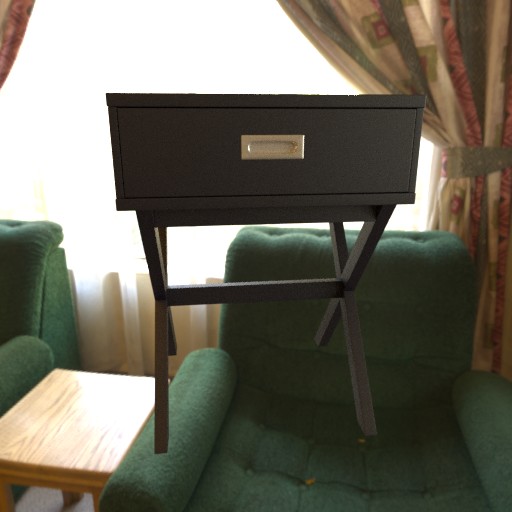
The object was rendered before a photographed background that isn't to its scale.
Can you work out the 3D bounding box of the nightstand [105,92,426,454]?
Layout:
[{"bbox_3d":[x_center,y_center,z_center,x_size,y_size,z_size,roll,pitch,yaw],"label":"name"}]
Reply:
[{"bbox_3d":[0.000,0.000,0.934,0.479,0.623,0.402,-2,17,-7],"label":"nightstand"}]
